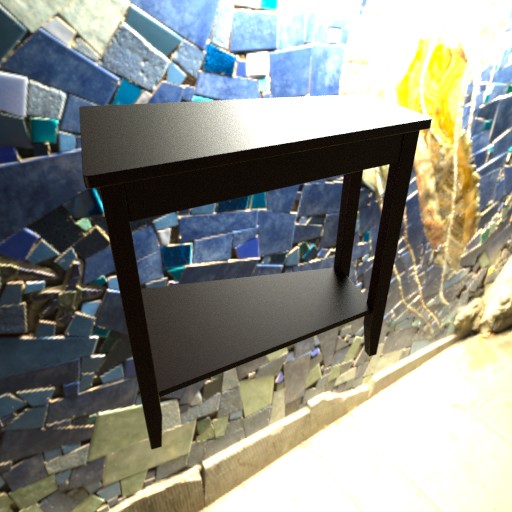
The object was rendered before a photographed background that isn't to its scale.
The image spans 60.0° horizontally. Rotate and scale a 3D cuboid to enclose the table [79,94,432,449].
[{"bbox_3d":[0.000,0.000,0.960,0.605,0.589,0.399,-10,33,-16],"label":"table"}]
